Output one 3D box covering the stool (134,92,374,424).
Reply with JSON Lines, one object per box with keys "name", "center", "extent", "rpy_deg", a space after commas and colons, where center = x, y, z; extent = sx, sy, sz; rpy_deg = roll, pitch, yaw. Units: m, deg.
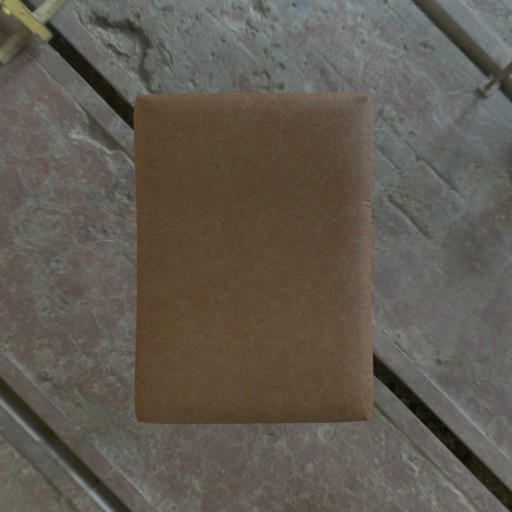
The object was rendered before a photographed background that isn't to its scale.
{"name": "stool", "center": [0.000, 0.000, 0.940], "extent": [0.361, 0.660, 0.500], "rpy_deg": [0, 90, 1]}
